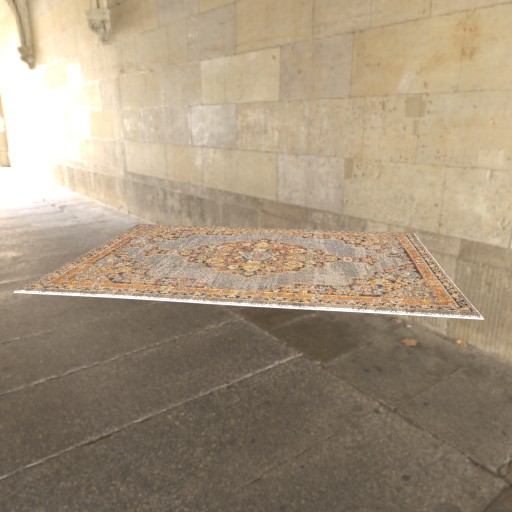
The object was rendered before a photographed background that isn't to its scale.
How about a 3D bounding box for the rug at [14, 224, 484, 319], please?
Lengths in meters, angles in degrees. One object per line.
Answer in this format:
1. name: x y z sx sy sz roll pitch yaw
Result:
1. rug: 0.000 0.000 3.859 3.063 0.024 2.158 2 17 8
